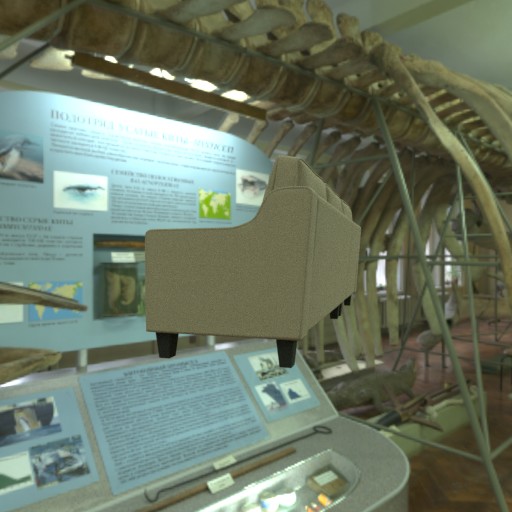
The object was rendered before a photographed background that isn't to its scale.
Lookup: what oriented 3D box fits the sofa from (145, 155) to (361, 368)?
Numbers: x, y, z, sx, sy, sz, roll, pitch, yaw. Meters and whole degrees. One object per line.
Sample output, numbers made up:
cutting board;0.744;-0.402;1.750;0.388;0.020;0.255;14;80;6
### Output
sofa;0.000;0.000;3.176;1.294;0.928;2.561;0;0;18
